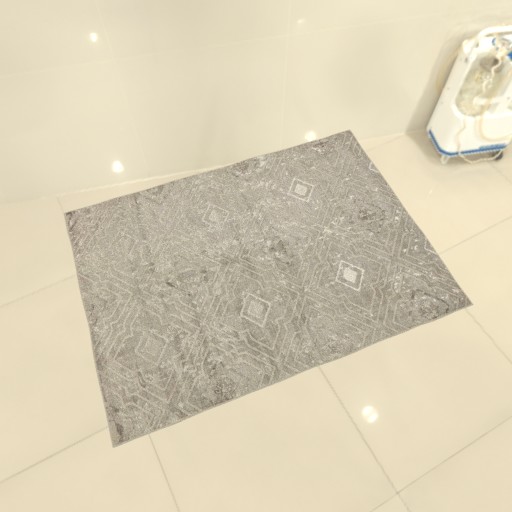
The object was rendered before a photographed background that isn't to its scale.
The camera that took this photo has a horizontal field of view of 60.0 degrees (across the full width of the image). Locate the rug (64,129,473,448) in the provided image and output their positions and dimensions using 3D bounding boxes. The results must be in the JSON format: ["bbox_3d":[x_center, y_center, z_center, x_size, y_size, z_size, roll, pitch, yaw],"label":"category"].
[{"bbox_3d":[0.000,0.000,4.351,3.359,0.020,2.448,-19,61,-11],"label":"rug"}]
